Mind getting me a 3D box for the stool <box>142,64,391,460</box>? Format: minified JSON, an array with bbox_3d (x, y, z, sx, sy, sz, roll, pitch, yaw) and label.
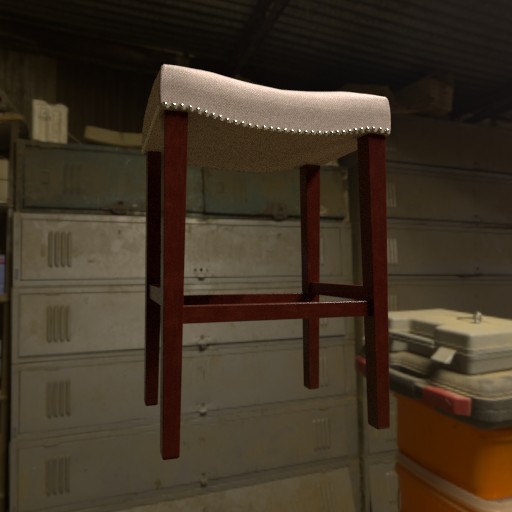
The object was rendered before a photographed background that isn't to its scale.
[{"bbox_3d":[0.000,0.000,1.047,0.504,0.742,0.372,1,-2,-19],"label":"stool"}]
